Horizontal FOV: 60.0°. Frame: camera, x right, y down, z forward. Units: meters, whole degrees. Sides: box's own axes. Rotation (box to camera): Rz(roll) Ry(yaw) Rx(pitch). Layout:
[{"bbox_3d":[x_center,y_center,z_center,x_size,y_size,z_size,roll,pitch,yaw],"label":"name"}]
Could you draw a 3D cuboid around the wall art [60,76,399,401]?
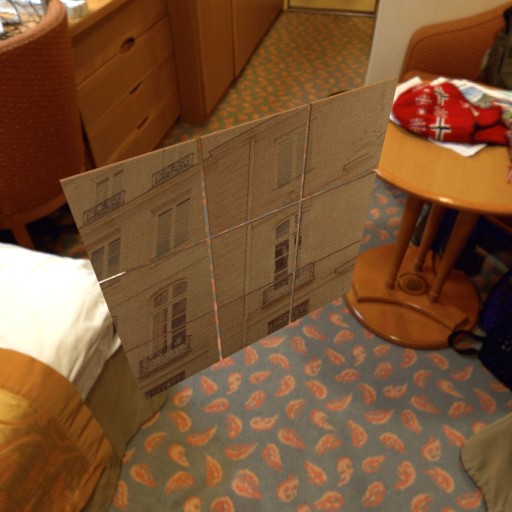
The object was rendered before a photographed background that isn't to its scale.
[{"bbox_3d":[0.000,0.000,2.284,1.526,1.522,0.023,-24,50,-22],"label":"wall art"}]
